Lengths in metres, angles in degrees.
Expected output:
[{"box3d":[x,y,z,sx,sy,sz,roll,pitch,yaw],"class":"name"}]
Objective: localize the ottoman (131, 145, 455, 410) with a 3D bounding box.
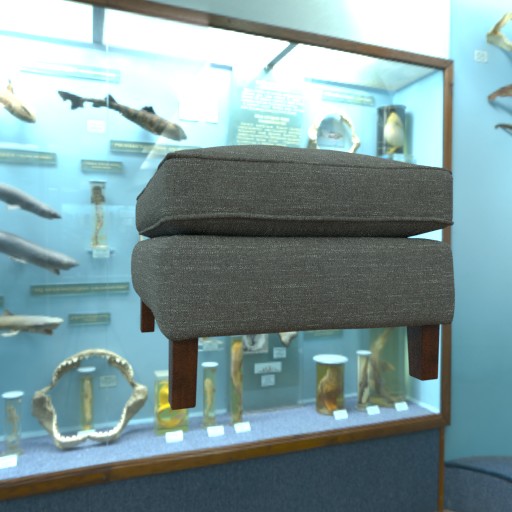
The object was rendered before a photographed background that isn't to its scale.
[{"box3d":[0.000,0.000,0.962,0.508,0.406,0.686,0,1,-18],"class":"ottoman"}]
